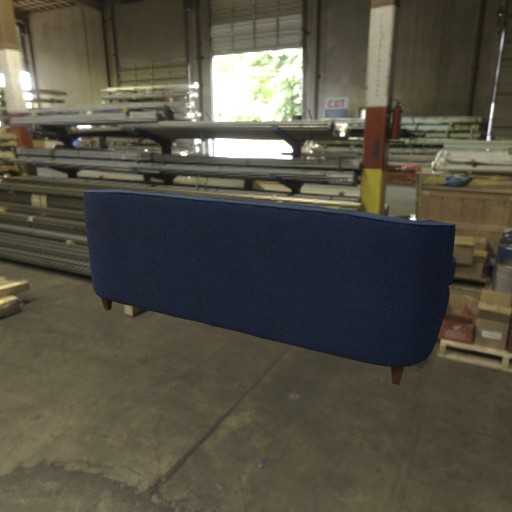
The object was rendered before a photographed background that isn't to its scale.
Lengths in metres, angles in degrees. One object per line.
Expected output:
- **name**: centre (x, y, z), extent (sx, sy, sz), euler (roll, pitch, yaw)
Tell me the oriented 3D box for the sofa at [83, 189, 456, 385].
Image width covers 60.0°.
- **sofa**: centre (0.000, 0.000, 2.808), extent (2.278, 0.855, 0.941), euler (9, 19, 26)
